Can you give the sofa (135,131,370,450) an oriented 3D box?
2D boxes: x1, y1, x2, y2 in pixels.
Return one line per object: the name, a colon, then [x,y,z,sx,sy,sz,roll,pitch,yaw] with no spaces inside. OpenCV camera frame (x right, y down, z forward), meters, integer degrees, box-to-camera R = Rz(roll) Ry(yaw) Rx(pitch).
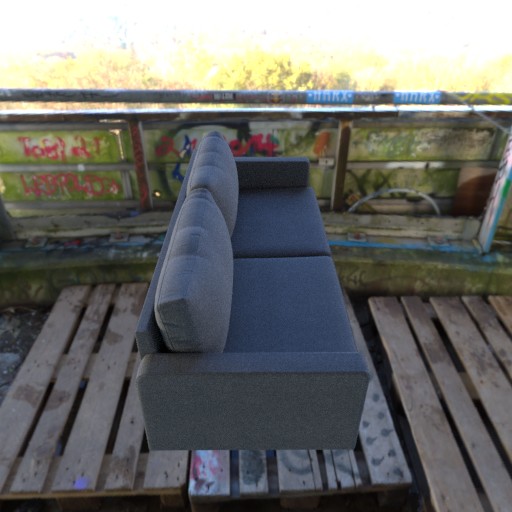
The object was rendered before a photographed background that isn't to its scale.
sofa: [0.000,0.000,2.531,0.880,0.880,2.100,0,33,0]
